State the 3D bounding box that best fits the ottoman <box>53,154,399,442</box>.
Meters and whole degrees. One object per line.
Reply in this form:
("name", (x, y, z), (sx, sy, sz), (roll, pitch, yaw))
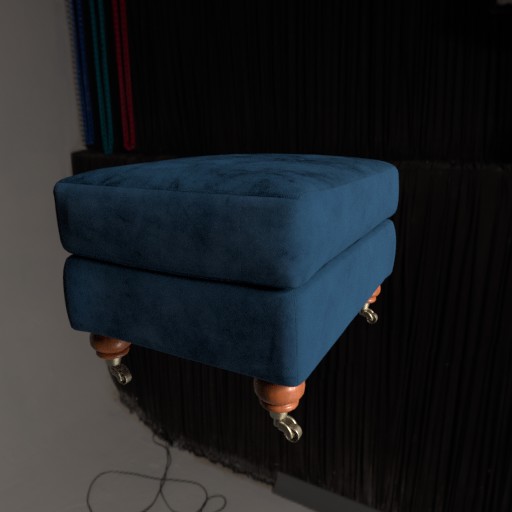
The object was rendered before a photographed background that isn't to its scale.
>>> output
("ottoman", (0.000, 0.000, 1.139), (0.572, 0.503, 0.773), (8, 17, 27))
